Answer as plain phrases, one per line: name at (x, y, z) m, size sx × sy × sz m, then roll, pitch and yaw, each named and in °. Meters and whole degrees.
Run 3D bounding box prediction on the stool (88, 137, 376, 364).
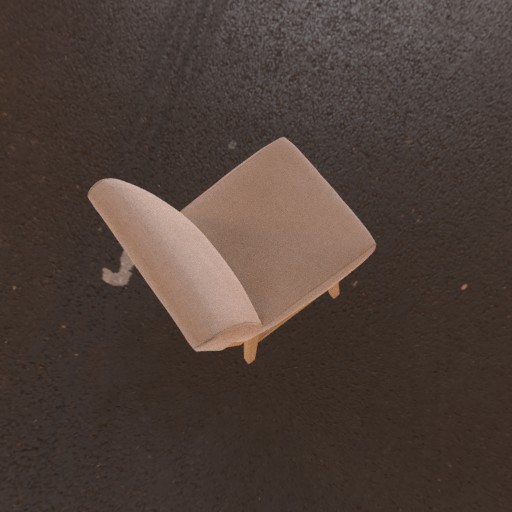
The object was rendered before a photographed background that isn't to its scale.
stool at (0.000, 0.000, 1.328) m, size 0.543 × 1.015 × 0.446 m, roll -36°, pitch 78°, yaw -9°
